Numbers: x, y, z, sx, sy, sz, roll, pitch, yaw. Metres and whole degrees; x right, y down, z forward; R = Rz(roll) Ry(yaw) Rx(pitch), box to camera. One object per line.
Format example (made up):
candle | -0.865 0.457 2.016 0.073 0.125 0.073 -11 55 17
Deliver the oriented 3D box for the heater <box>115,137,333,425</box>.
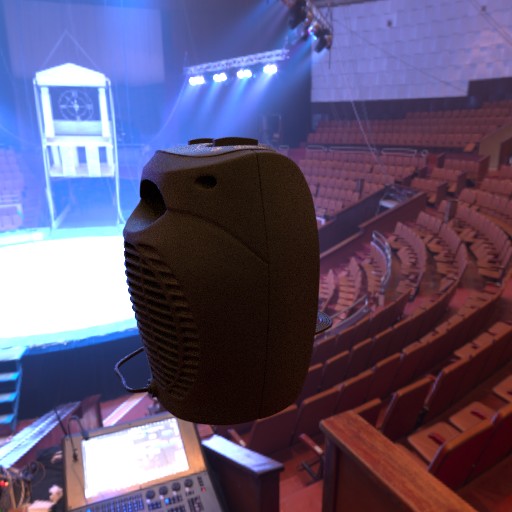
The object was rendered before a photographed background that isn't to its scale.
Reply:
heater | 0.000 0.000 0.468 0.291 0.240 0.239 -7 16 -27
